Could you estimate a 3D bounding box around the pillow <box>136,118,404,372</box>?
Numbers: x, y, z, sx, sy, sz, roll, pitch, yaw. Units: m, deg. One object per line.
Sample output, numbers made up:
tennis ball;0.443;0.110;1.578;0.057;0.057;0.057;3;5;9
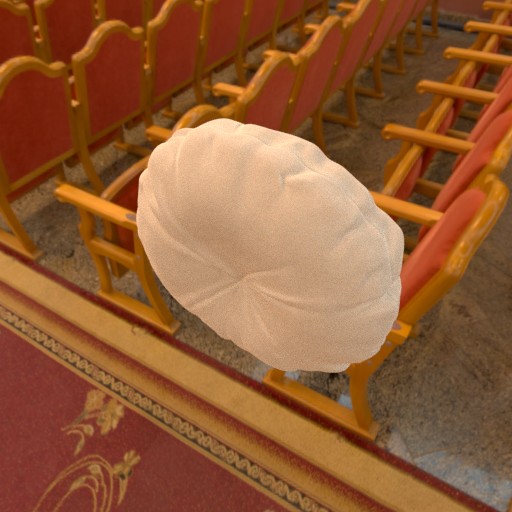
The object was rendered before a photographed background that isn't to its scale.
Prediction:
pillow;0.000;0.000;0.653;0.428;0.407;0.148;24;50;22
